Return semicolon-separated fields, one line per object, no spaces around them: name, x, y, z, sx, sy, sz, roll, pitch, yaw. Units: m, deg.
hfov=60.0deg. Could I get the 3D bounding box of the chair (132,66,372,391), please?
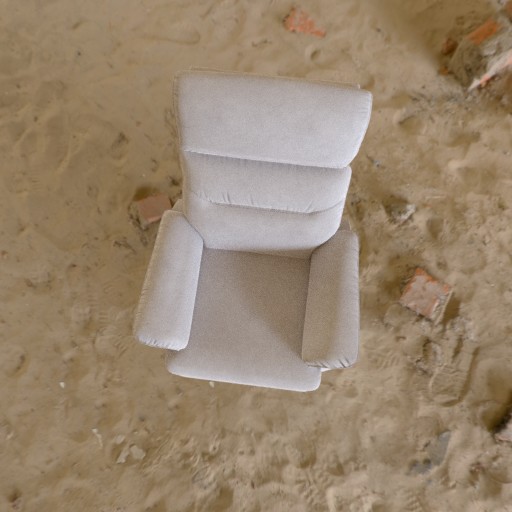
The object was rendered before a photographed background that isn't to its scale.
chair;0.000;0.000;1.742;0.820;1.039;1.001;7;76;2
